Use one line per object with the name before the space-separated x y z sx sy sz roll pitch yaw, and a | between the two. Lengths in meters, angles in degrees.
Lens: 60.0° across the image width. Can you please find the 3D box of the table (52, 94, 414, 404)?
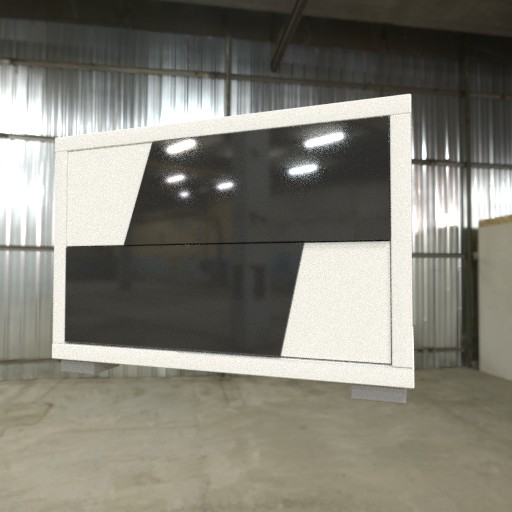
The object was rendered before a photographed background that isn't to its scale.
table | 0.000 0.000 0.777 0.517 0.357 0.399 -1 -2 19
